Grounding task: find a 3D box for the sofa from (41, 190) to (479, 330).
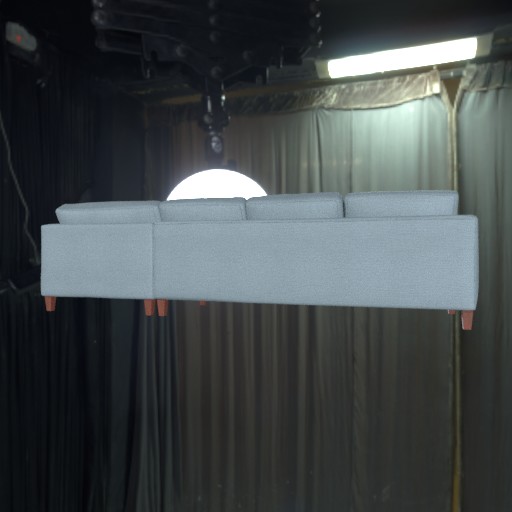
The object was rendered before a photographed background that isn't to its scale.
[{"bbox_3d":[0.000,0.000,4.076,3.471,0.950,1.604,0,0,17],"label":"sofa"}]
